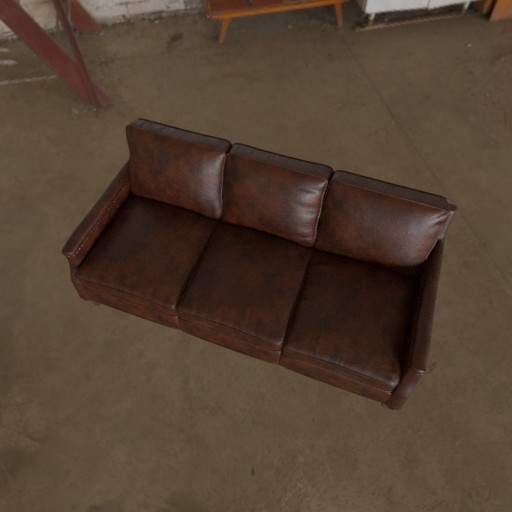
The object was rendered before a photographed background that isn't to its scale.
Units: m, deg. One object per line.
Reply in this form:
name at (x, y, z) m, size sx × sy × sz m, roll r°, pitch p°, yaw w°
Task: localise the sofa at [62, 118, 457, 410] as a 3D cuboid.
sofa at (0.000, 0.000, 2.848) m, size 2.240 × 1.003 × 1.084 m, roll 17°, pitch 58°, yaw 11°
